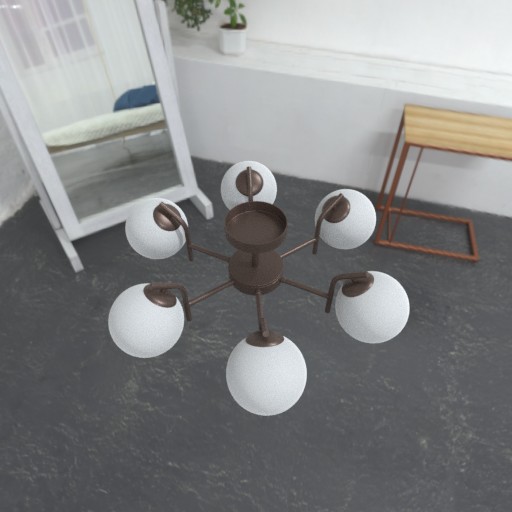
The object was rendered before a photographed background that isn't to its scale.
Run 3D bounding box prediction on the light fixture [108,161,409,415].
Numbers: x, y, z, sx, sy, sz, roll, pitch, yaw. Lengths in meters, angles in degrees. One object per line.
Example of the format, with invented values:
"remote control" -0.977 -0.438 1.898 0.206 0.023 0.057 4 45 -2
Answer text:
"light fixture" 0.000 0.000 0.950 0.662 0.201 0.662 0 48 0
